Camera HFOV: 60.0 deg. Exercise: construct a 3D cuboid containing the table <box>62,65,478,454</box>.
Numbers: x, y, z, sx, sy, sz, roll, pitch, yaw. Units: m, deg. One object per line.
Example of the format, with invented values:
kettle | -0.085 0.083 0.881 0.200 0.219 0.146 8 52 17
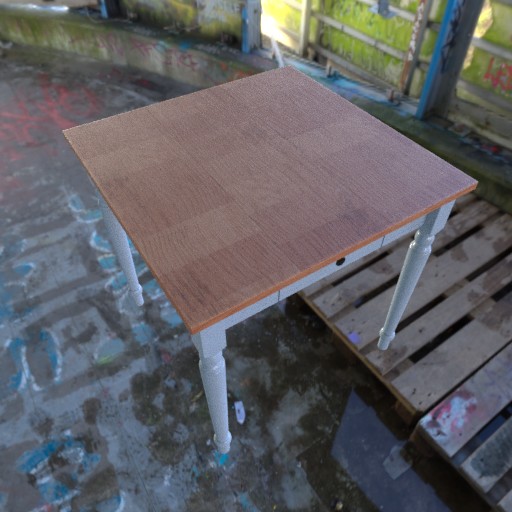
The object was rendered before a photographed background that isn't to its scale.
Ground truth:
table | 0.000 0.000 1.372 0.747 0.738 0.747 -25 52 -22
